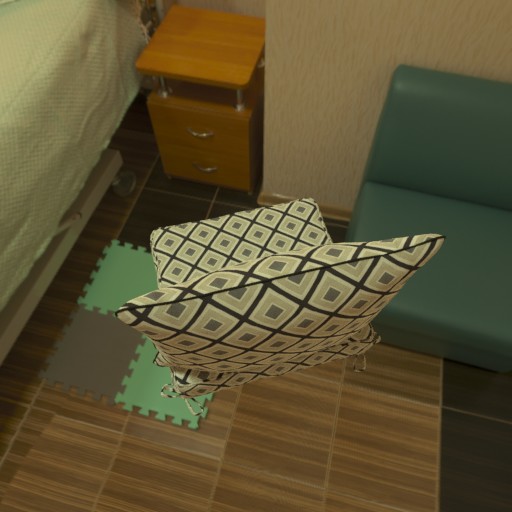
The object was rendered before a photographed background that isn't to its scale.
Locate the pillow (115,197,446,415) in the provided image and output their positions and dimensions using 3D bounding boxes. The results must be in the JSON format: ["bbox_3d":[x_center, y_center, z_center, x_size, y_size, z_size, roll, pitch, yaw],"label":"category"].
[{"bbox_3d":[0.000,0.000,1.415,0.798,0.722,0.733,-13,58,-8],"label":"pillow"}]
